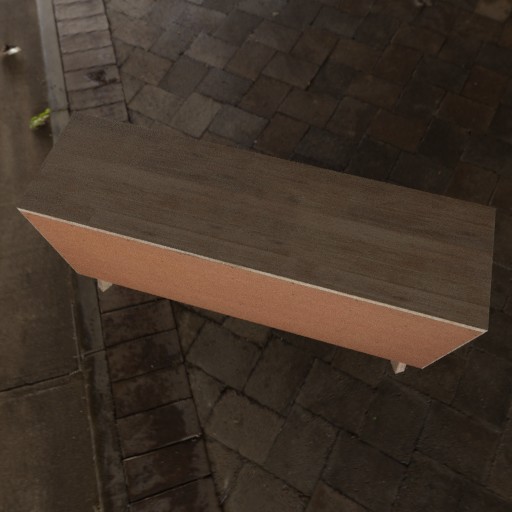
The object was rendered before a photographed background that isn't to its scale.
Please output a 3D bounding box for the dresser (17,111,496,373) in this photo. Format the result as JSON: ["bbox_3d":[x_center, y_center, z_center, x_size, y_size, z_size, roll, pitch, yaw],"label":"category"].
[{"bbox_3d":[0.000,0.000,1.896,1.602,0.788,0.455,14,66,7],"label":"dresser"}]
